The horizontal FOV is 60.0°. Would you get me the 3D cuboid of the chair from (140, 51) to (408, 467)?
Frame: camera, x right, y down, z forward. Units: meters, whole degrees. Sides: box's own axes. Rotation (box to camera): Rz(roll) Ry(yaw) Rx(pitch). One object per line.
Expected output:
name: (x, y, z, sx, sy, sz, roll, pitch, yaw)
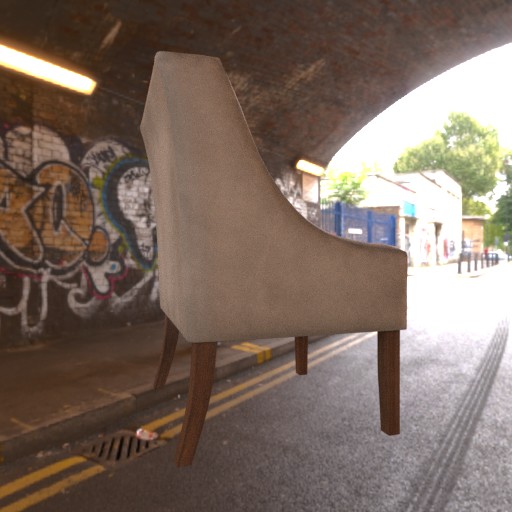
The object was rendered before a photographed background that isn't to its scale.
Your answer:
chair: (0.000, 0.000, 1.309, 0.629, 0.895, 0.629, 0, 1, -18)
